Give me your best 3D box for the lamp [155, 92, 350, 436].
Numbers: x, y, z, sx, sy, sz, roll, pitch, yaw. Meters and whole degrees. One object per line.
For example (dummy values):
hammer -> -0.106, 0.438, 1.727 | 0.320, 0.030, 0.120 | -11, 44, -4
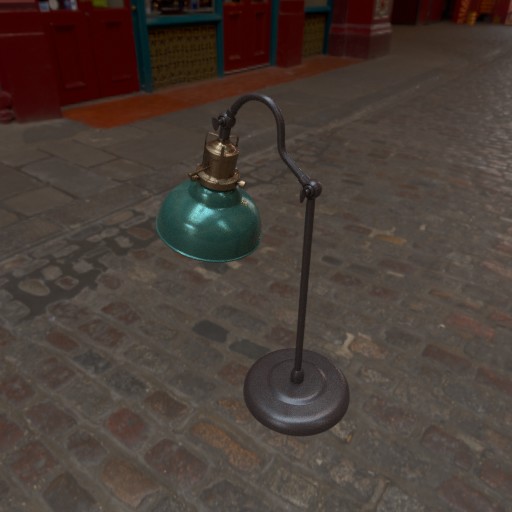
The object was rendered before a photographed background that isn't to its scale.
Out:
lamp -> 0.000, 0.000, 0.719 | 0.374, 0.508, 0.192 | 22, 38, 31
